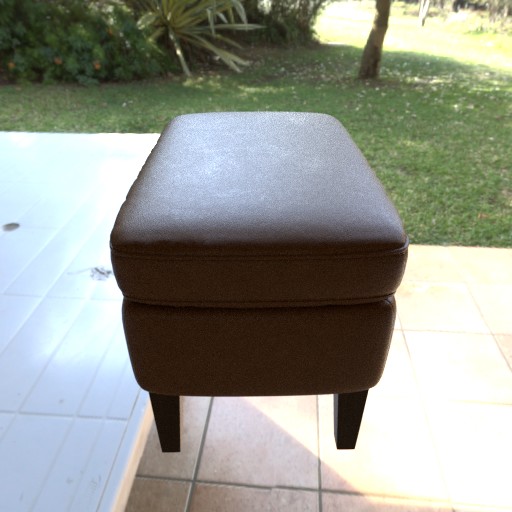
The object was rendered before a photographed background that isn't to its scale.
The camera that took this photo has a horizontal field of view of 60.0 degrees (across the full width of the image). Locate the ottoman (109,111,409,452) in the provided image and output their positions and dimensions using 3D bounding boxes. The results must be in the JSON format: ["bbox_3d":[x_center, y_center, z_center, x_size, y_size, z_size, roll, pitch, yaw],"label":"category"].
[{"bbox_3d":[0.000,0.000,0.938,0.420,0.480,0.670,-1,32,-1],"label":"ottoman"}]
